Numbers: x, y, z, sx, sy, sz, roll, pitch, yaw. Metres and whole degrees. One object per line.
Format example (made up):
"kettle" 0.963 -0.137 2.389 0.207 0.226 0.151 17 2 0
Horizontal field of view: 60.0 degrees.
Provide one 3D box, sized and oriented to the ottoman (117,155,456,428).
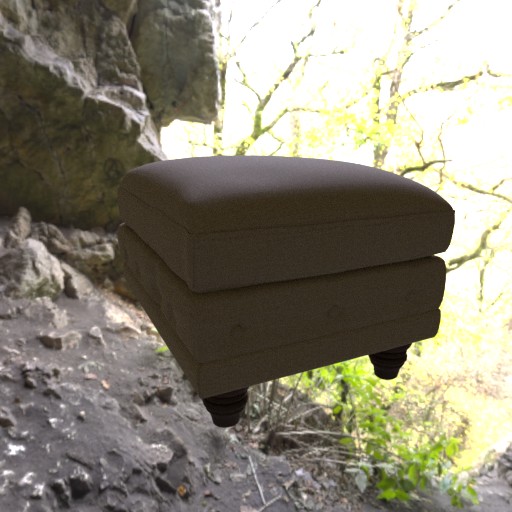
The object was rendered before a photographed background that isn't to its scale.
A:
"ottoman" 0.000 0.000 1.054 0.541 0.463 0.684 -7 17 -24
